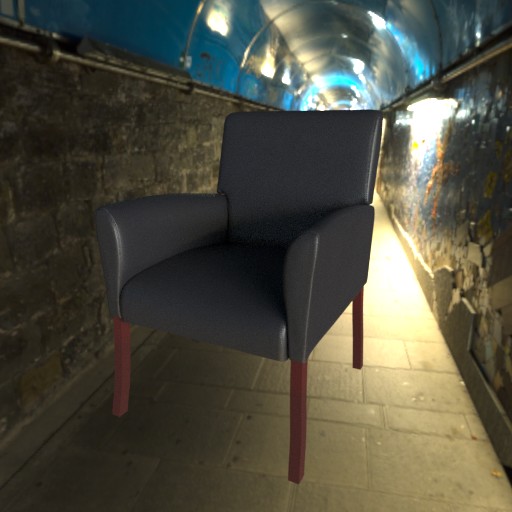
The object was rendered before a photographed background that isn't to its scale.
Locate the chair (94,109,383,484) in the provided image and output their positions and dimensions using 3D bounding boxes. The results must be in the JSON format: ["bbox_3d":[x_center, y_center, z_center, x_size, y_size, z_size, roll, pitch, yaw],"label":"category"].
[{"bbox_3d":[0.000,0.000,1.489,0.683,0.951,0.772,8,18,26],"label":"chair"}]
